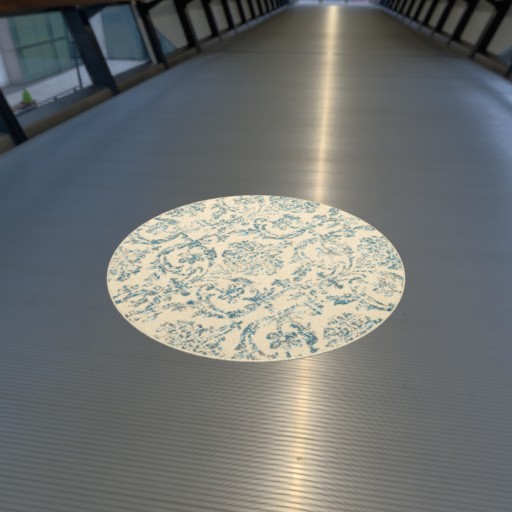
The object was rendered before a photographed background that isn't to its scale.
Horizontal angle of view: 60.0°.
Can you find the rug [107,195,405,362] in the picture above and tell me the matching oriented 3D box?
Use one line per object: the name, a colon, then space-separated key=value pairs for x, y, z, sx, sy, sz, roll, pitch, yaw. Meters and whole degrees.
rug: x=0.000 y=0.000 z=2.458 sx=1.593 sy=0.012 sz=1.593 roll=0 pitch=32 yaw=0
